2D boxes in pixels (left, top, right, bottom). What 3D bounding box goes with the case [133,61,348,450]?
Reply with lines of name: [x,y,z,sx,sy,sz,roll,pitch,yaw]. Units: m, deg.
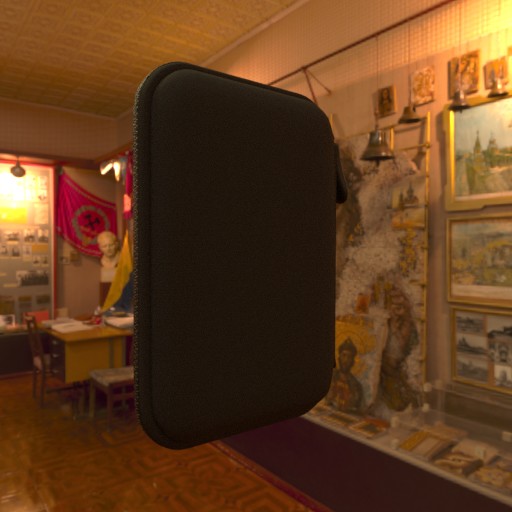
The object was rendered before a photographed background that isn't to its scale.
case: [0.000,0.000,0.190,0.107,0.147,0.030,0,1,-36]
